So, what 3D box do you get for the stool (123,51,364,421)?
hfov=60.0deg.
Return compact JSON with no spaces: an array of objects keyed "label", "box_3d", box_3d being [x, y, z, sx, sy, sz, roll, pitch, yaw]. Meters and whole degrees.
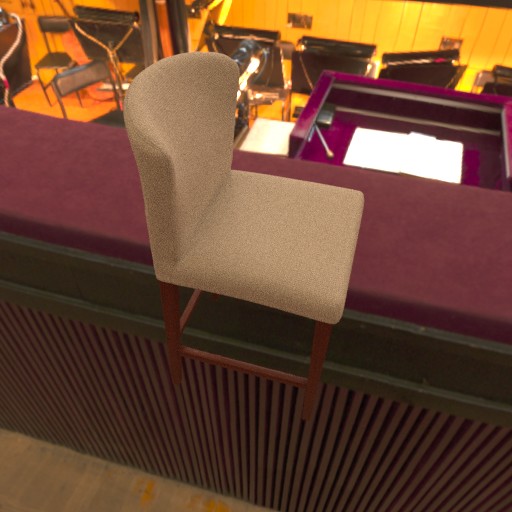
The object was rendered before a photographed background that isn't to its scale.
[{"label":"stool","box_3d":[0.000,0.000,1.349,0.568,1.069,0.481,12,47,11]}]
